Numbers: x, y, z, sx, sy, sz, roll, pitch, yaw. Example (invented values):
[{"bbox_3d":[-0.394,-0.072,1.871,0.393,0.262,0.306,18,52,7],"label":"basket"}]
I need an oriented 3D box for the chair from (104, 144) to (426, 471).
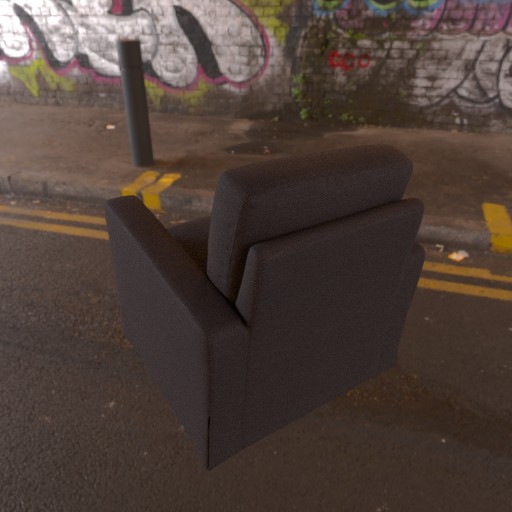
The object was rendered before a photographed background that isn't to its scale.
[{"bbox_3d":[0.000,0.000,1.514,0.798,0.855,0.863,-18,34,-28],"label":"chair"}]
